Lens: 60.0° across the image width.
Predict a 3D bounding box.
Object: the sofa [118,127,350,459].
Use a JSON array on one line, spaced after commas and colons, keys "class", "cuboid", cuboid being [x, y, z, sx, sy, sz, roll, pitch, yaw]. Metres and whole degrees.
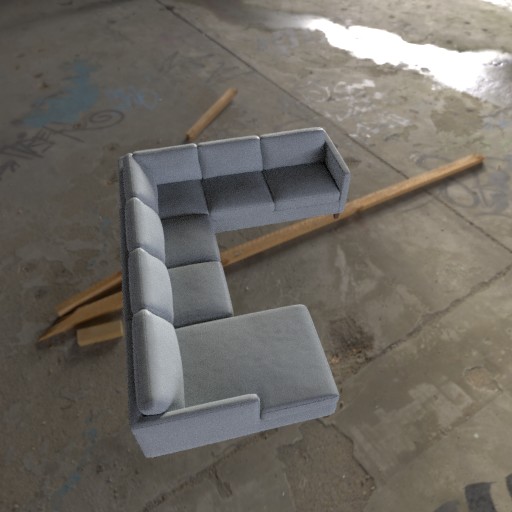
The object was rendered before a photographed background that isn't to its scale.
[{"class": "sofa", "cuboid": [0.000, 0.000, 4.432, 2.551, 0.853, 3.238, -10, 49, -9]}]
